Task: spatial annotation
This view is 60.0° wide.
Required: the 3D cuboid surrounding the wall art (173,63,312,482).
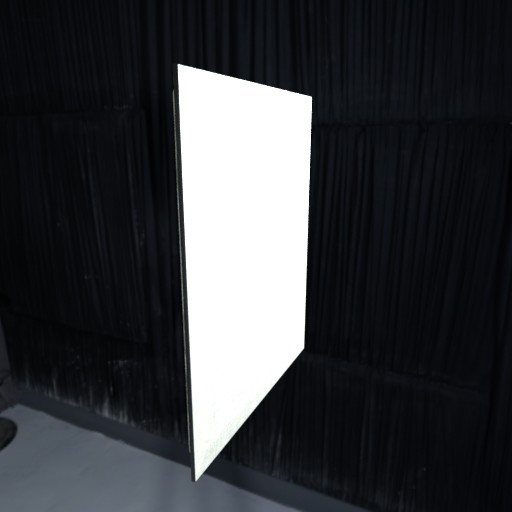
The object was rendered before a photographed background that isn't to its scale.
[{"bbox_3d":[0.000,0.000,0.632,0.023,0.457,0.381,7,17,25],"label":"wall art"}]
